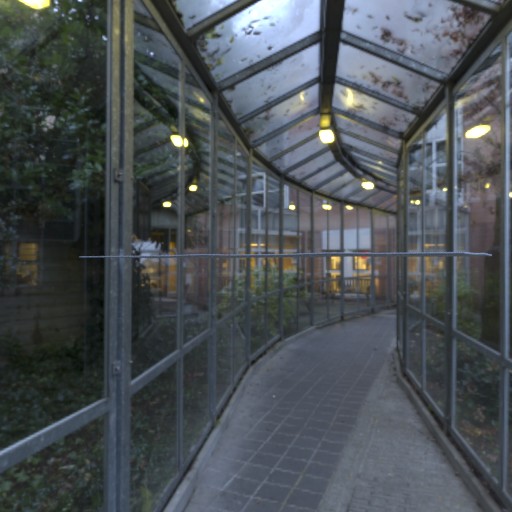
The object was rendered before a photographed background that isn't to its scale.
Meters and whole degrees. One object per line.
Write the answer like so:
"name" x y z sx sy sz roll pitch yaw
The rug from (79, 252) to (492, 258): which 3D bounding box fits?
"rug" 0.000 0.000 2.671 2.439 0.013 0.762 -1 -1 35
